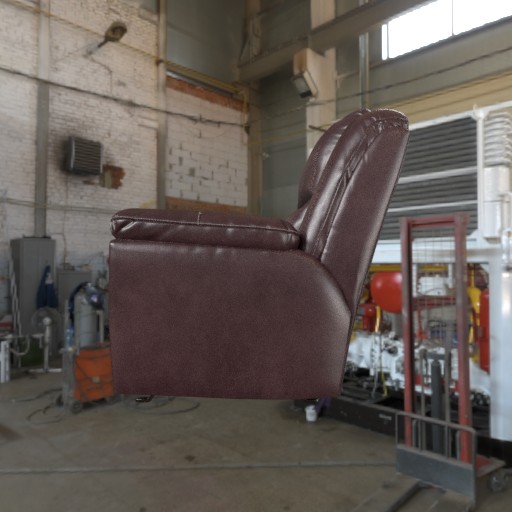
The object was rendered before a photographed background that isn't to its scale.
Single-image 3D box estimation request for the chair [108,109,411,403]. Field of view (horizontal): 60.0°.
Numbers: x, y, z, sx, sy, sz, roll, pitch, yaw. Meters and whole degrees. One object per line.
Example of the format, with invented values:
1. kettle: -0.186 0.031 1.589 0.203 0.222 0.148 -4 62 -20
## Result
1. chair: 0.000 0.000 1.896 1.041 1.093 0.990 0 -1 0
